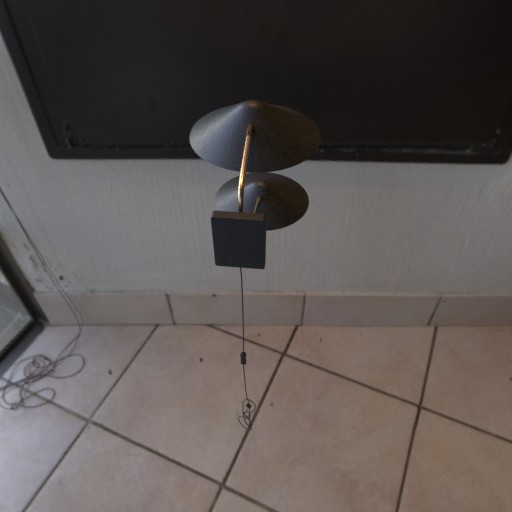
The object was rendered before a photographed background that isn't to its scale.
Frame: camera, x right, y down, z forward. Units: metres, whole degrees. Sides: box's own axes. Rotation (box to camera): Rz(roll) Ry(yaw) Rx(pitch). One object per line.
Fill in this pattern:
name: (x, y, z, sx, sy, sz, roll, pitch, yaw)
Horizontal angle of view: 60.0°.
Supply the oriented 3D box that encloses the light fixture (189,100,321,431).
light fixture: (0.000, 0.000, 0.838, 0.189, 0.665, 0.422, 4, 47, 4)
